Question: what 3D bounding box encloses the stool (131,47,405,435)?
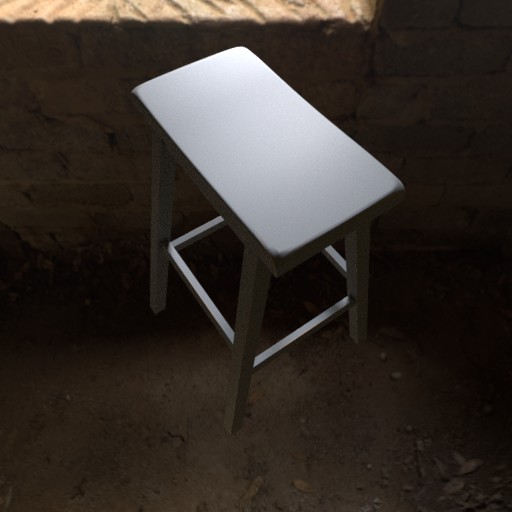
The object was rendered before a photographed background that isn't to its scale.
[{"bbox_3d":[0.000,0.000,1.026,0.476,0.737,0.457,-30,62,-18],"label":"stool"}]
